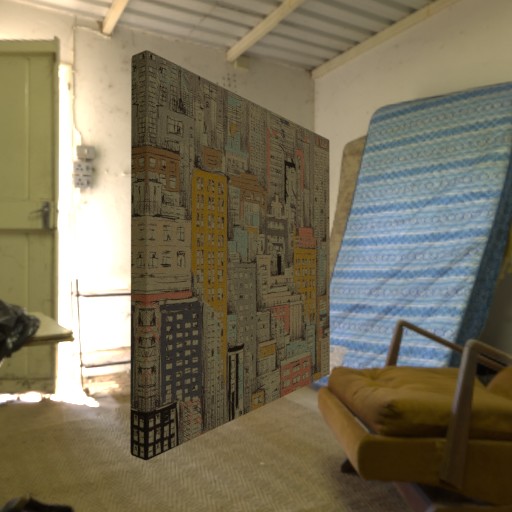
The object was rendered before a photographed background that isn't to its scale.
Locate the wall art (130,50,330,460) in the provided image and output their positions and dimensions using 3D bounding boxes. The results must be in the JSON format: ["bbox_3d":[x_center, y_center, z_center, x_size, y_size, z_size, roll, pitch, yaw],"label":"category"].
[{"bbox_3d":[0.000,0.000,0.909,0.038,0.608,0.607,0,-1,36],"label":"wall art"}]
